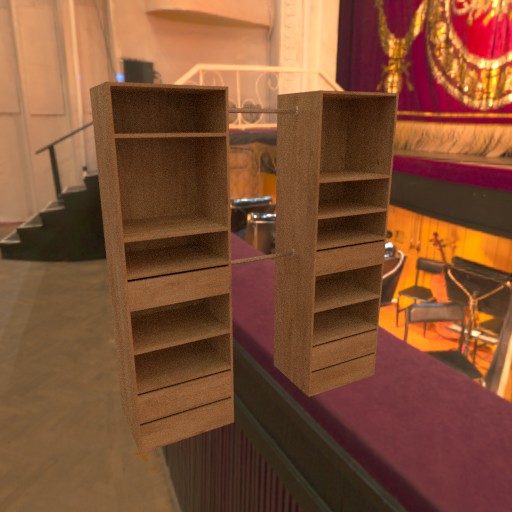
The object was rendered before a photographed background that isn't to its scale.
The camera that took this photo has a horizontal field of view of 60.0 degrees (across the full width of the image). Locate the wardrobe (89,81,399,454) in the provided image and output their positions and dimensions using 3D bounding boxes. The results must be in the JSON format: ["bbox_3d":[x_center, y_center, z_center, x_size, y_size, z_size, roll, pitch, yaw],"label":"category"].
[{"bbox_3d":[0.000,0.000,2.864,1.770,2.000,0.480,-9,19,-27],"label":"wardrobe"}]
